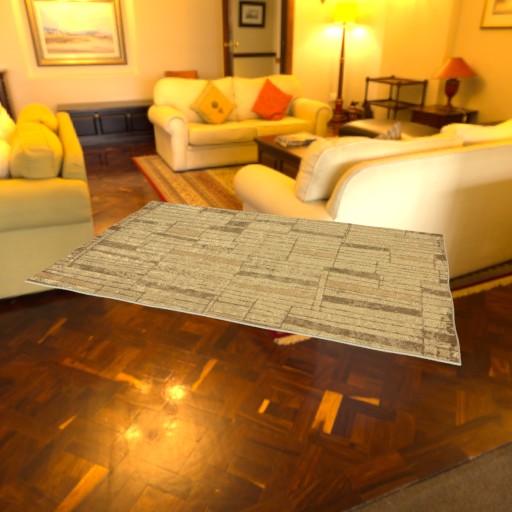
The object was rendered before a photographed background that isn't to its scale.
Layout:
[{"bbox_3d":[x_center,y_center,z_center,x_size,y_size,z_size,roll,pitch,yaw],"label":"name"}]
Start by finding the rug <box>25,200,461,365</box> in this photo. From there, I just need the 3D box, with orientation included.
[{"bbox_3d":[0.000,0.000,2.981,2.444,0.023,1.531,8,28,16],"label":"rug"}]
